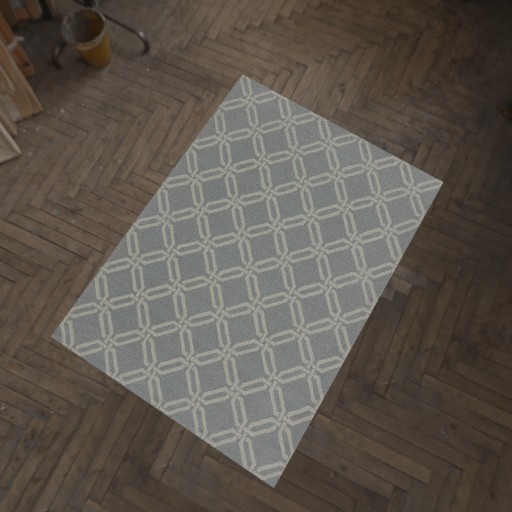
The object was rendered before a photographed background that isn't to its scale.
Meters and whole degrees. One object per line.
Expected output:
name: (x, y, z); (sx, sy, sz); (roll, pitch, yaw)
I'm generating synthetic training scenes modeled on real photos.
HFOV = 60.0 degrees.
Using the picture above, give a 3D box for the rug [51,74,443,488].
rug: (0.000, 0.000, 4.348); (2.438, 0.013, 3.353); (31, 77, 8)
